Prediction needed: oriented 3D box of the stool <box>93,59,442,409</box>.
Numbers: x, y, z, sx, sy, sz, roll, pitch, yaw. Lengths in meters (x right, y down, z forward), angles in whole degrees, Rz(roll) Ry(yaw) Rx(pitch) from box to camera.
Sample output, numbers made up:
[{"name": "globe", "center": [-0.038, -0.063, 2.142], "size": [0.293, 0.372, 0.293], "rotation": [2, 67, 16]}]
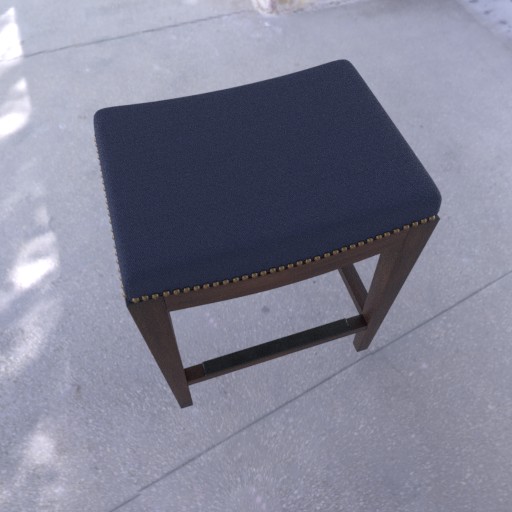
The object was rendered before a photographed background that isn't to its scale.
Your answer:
[{"name": "stool", "center": [0.000, 0.000, 0.948], "size": [0.500, 0.642, 0.361], "rotation": [-15, 60, -9]}]
